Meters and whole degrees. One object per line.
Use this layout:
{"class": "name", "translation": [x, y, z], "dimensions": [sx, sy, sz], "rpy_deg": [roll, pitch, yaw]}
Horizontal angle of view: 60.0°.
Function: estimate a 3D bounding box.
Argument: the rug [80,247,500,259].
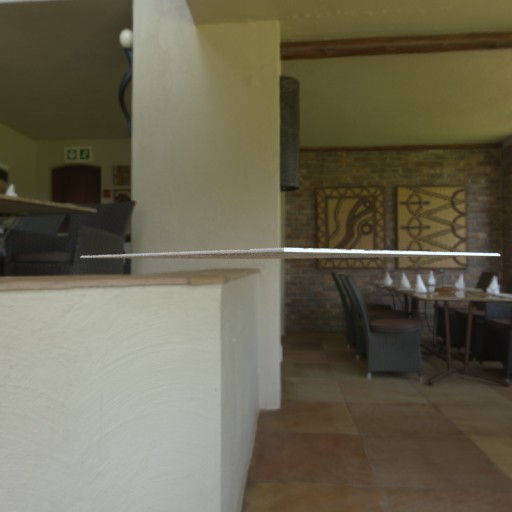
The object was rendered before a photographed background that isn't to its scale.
{"class": "rug", "translation": [0.000, 0.000, 2.787], "dimensions": [1.514, 0.014, 2.275], "rpy_deg": [1, -1, -37]}
